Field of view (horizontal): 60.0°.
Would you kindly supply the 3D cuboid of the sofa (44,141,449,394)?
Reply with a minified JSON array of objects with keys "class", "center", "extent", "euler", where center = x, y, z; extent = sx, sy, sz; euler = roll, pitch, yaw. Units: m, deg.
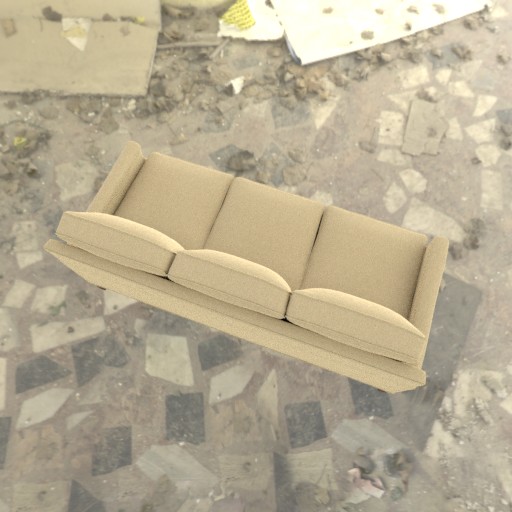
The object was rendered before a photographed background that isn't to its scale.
[{"class":"sofa","center":[0.000,0.000,2.850],"extent":[2.246,1.003,1.084],"euler":[18,66,9]}]
